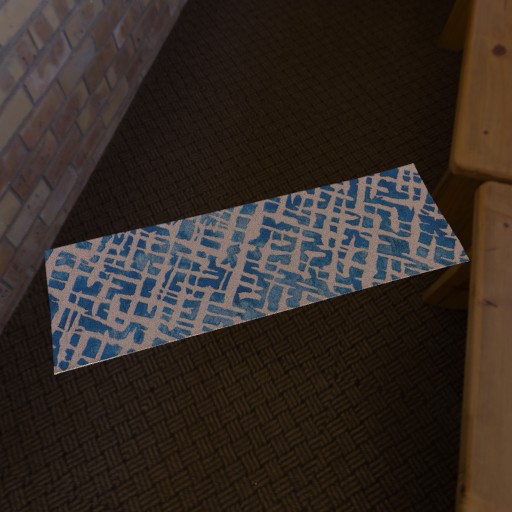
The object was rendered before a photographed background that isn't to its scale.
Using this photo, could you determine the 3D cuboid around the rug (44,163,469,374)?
[{"bbox_3d":[0.000,0.000,2.672,2.446,0.011,0.768,-14,64,-7],"label":"rug"}]
